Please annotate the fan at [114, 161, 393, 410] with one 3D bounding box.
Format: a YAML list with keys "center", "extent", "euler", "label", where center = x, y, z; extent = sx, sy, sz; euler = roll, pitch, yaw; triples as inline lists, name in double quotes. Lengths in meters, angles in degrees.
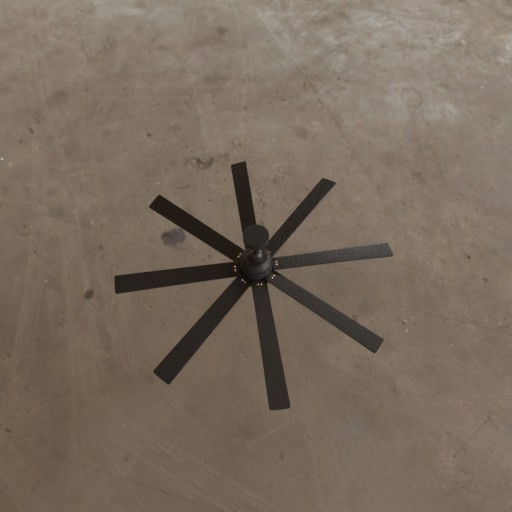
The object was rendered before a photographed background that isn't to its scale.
- center: [0.000, 0.000, 2.791]
  extent: [1.830, 0.472, 1.830]
  euler: [33, 64, 18]
  label: "fan"
